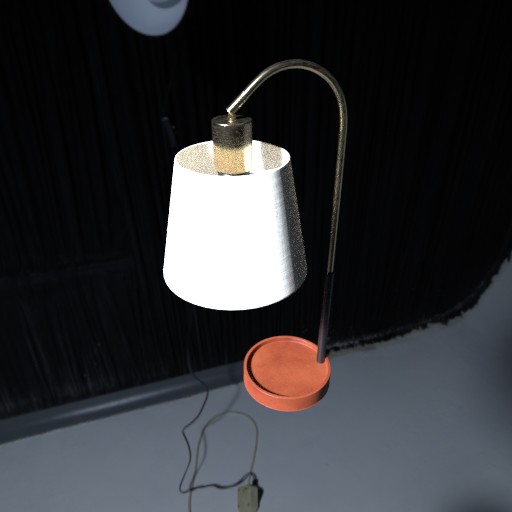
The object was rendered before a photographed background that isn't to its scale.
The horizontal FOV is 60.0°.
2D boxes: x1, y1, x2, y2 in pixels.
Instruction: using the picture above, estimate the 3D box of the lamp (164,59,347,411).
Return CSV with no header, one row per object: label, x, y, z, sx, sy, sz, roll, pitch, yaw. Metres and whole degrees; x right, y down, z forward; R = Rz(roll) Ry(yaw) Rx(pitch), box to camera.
lamp,0.000,0.000,0.660,0.273,0.536,0.211,-9,32,-14
